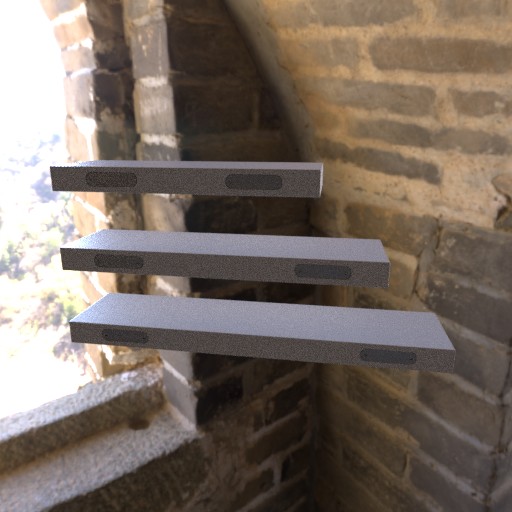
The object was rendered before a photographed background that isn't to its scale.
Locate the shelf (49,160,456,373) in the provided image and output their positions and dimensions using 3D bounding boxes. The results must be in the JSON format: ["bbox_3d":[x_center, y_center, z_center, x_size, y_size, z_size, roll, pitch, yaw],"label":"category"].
[{"bbox_3d":[0.000,0.000,0.726,0.610,0.293,0.140,3,16,9],"label":"shelf"}]
